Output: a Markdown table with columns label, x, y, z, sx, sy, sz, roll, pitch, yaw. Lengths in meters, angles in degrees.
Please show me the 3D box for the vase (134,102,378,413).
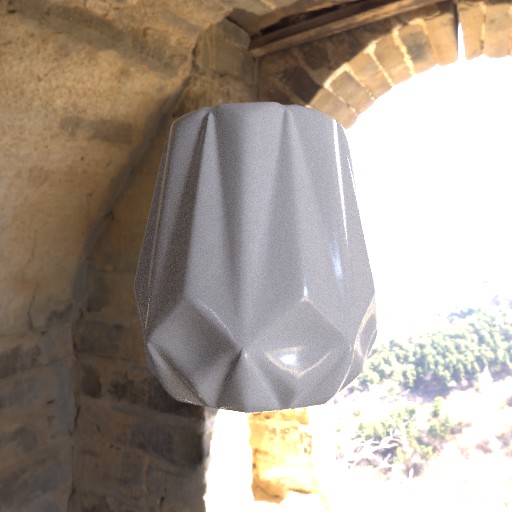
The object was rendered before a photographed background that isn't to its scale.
| label | x | y | z | sx | sy | sz | roll | pitch | yaw |
| --- | --- | --- | --- | --- | --- | --- | --- | --- | --- |
| vase | 0.000 | 0.000 | 0.265 | 0.141 | 0.152 | 0.141 | 0 | 0 | 0 |
